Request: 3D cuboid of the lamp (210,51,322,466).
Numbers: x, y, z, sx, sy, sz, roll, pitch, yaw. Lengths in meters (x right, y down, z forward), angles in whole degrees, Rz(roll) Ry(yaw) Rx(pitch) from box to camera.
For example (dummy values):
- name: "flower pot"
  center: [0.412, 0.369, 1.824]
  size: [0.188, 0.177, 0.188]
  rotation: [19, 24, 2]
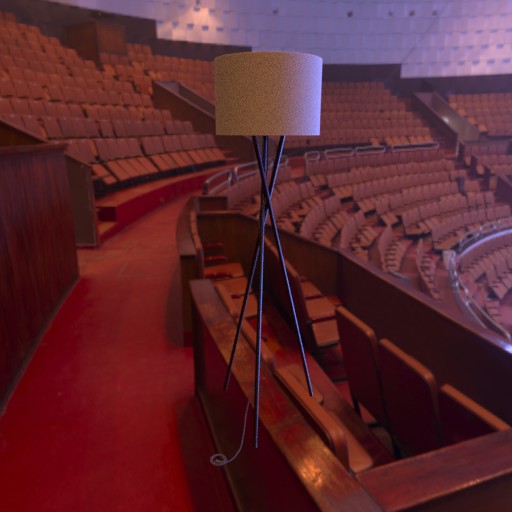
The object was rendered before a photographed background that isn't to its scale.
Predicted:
- name: "lamp"
  center: [0.000, 0.000, 1.996]
  size: [0.667, 1.624, 0.522]
  rotation: [-8, 18, -27]
